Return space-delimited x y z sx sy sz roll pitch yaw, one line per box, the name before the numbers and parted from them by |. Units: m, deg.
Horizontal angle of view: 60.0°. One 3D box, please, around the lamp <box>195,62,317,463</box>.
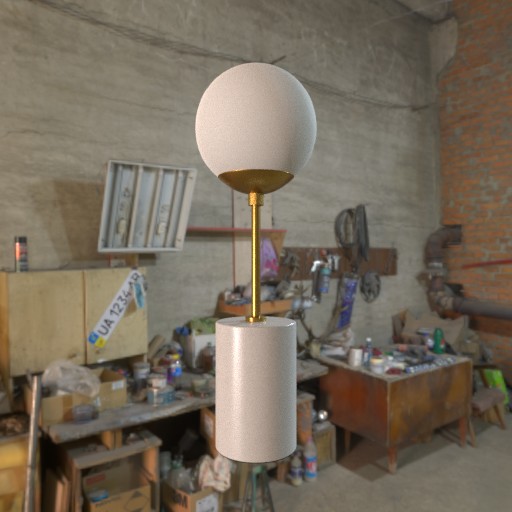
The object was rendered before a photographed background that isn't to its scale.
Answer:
lamp | 0.000 0.000 0.564 0.153 0.480 0.153 0 -1 0
